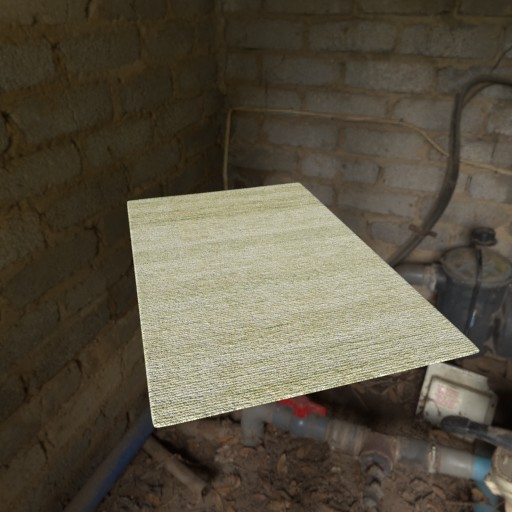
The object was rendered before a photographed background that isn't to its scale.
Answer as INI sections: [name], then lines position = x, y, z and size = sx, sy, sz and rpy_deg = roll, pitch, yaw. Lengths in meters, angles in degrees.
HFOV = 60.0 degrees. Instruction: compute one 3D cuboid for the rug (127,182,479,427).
[rug]
position = 0.000, 0.000, 2.152
size = 1.143, 0.010, 1.758
rpy_deg = -8, 31, -14
